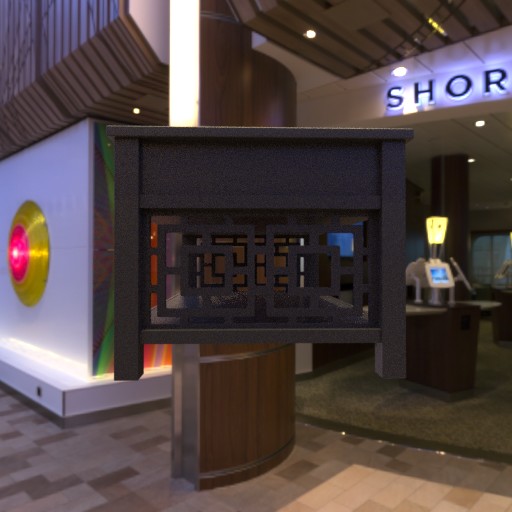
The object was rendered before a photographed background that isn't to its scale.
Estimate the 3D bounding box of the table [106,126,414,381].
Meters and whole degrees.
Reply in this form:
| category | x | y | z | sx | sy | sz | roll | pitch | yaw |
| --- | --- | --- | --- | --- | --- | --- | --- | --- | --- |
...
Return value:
| category | x | y | z | sx | sy | sz | roll | pitch | yaw |
| --- | --- | --- | --- | --- | --- | --- | --- | --- | --- |
| table | 0.000 | 0.000 | 1.394 | 0.612 | 0.493 | 1.068 | 0 | 0 | -2 |
